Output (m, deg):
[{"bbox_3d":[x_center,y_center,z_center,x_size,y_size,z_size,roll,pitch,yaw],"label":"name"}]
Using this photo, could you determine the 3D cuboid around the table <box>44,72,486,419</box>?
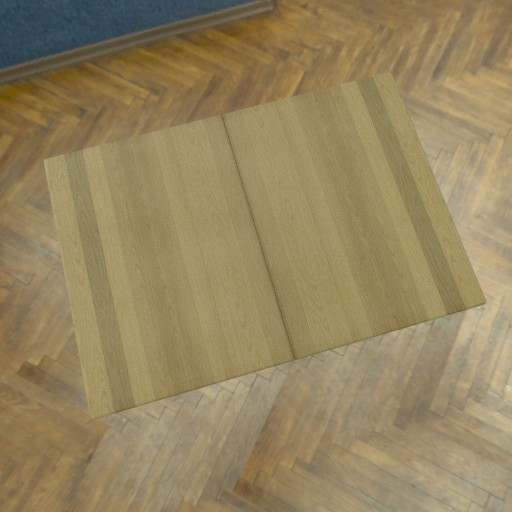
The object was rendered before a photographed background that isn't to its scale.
[{"bbox_3d":[0.000,0.000,1.862,1.300,0.770,0.900,-15,76,-4],"label":"table"}]
